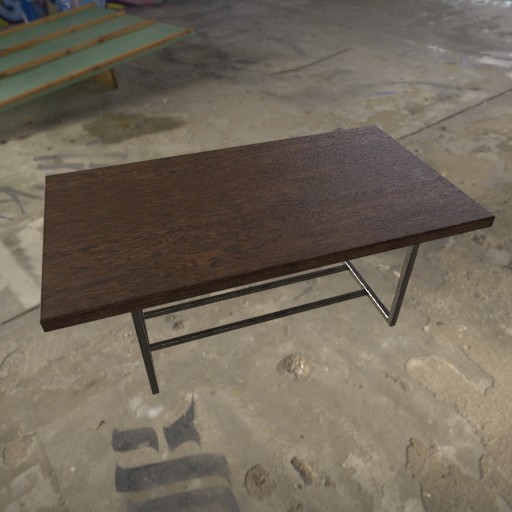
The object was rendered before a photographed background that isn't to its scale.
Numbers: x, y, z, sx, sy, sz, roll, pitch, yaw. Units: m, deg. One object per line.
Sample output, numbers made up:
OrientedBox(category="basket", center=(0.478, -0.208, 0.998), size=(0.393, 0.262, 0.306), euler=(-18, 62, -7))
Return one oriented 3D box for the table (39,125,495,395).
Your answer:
OrientedBox(category="table", center=(0.000, 0.000, 2.455), size=(1.989, 0.795, 1.078), euler=(-12, 42, -14))
